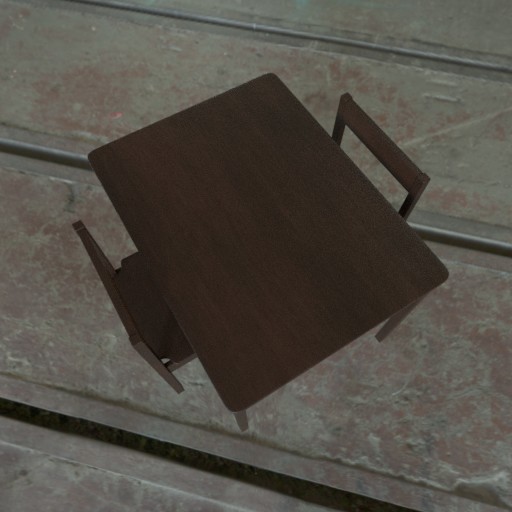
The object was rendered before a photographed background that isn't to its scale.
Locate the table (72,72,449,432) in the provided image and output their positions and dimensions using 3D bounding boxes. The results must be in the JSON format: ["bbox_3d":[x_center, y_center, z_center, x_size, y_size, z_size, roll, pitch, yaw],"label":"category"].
[{"bbox_3d":[0.000,0.000,1.111,0.672,0.503,0.650,-29,67,-13],"label":"table"}]
